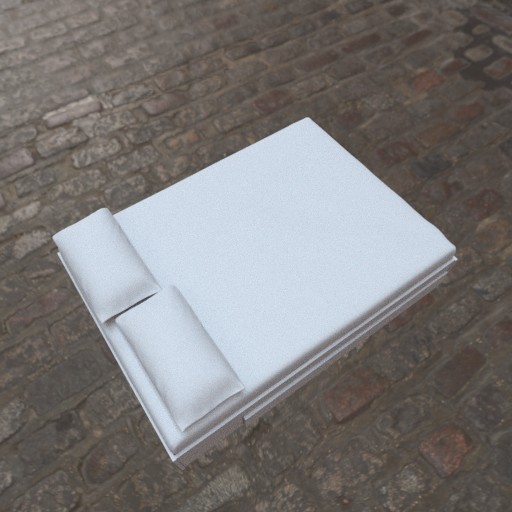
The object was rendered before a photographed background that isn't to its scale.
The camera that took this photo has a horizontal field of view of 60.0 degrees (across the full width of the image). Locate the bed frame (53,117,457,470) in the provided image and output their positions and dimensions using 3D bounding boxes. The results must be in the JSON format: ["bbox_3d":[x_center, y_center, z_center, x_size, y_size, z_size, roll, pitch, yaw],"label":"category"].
[{"bbox_3d":[0.000,0.000,2.684,1.950,0.629,1.450,-31,63,-18],"label":"bed frame"}]
